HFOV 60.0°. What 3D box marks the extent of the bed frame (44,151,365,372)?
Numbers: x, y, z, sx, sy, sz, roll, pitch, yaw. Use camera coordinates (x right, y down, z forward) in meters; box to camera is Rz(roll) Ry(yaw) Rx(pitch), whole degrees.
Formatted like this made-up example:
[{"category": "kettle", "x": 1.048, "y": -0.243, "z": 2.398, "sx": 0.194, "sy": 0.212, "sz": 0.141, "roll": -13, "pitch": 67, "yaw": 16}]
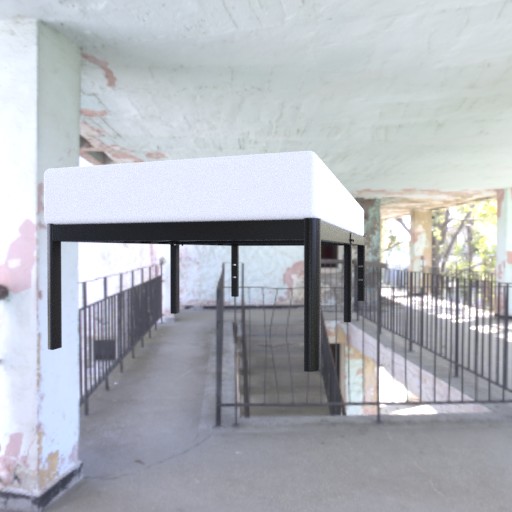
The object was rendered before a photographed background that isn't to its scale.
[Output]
[{"category": "bed frame", "x": 0.000, "y": 0.000, "z": 2.381, "sx": 1.023, "sy": 0.659, "sz": 1.950, "roll": 0, "pitch": 1, "yaw": 18}]
